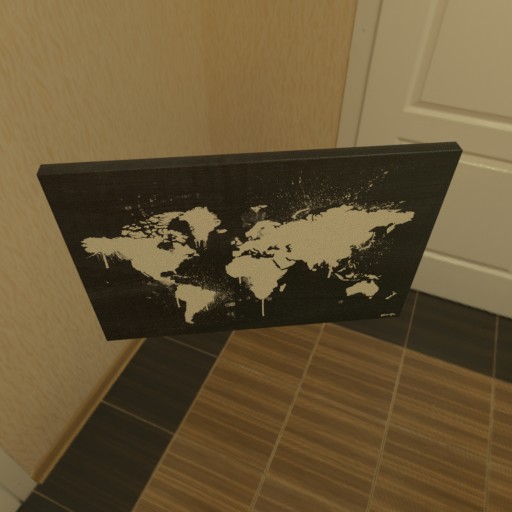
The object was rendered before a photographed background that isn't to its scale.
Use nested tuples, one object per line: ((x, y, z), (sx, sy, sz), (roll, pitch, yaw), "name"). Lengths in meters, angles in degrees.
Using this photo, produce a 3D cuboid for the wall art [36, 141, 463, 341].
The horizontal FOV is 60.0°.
((0.000, 0.000, 1.171), (0.912, 0.612, 0.038), (-4, 46, -4), "wall art")
